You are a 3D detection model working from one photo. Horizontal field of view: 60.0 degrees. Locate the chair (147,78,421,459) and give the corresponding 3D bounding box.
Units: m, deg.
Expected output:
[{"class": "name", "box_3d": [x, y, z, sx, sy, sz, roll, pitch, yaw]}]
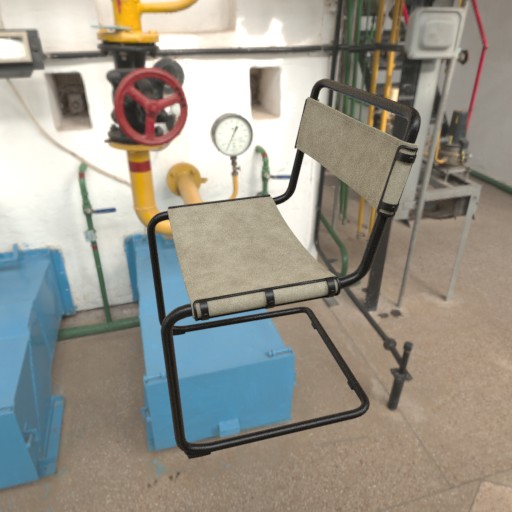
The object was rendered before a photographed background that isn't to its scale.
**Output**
[{"class": "chair", "box_3d": [0.000, 0.000, 1.080, 0.497, 0.747, 0.499, -8, 30, -13]}]
